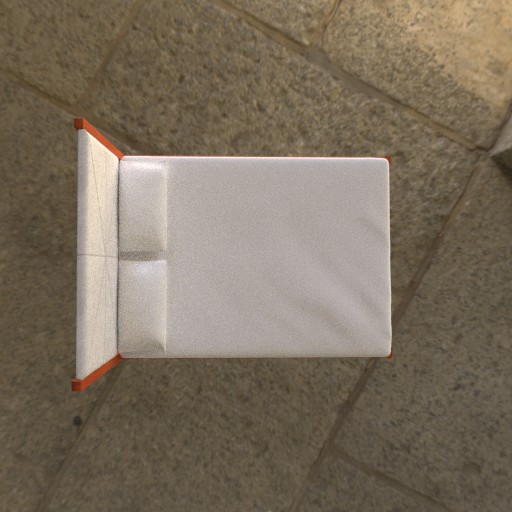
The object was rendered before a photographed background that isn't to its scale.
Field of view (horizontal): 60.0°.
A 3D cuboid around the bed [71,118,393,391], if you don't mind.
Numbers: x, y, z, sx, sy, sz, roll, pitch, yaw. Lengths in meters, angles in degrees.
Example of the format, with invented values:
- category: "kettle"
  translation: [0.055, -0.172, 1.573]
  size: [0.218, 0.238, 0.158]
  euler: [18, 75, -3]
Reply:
- category: "bed"
  translation: [0.000, 0.000, 3.124]
  size: [2.117, 1.165, 1.566]
  euler: [0, 89, -2]
